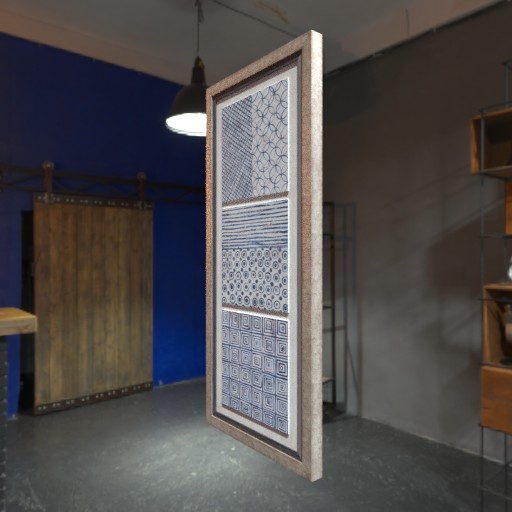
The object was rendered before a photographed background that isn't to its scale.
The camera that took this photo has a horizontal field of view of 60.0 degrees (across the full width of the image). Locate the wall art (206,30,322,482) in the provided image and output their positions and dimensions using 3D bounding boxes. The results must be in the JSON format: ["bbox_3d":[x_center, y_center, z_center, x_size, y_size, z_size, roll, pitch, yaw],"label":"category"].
[{"bbox_3d":[0.000,0.000,1.701,0.051,1.461,0.648,0,0,-38],"label":"wall art"}]
